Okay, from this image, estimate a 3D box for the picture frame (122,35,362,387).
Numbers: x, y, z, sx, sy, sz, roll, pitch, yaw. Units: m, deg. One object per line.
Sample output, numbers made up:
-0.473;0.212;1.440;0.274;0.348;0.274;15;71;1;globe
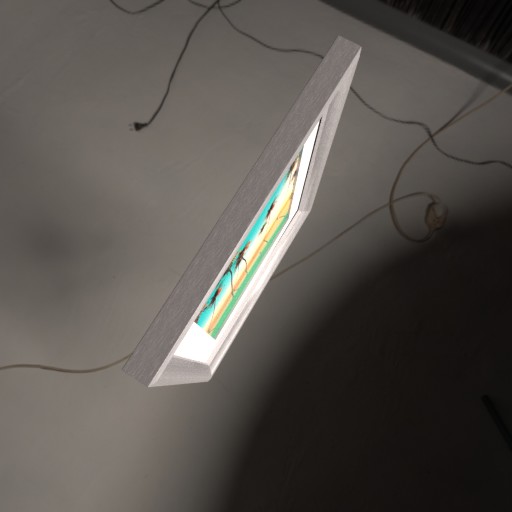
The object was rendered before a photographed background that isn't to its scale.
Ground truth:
0.000;0.000;0.529;0.027;0.378;0.327;30;77;8;picture frame
